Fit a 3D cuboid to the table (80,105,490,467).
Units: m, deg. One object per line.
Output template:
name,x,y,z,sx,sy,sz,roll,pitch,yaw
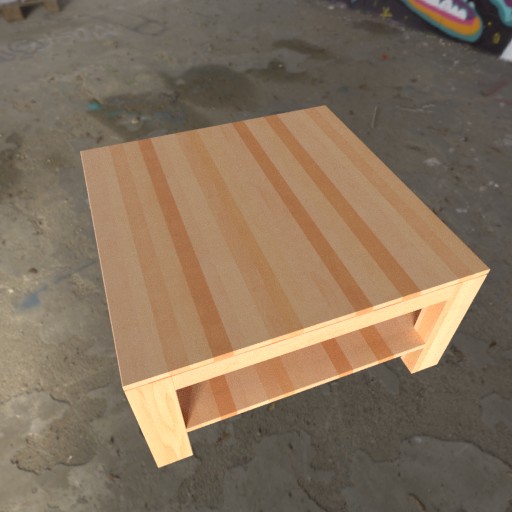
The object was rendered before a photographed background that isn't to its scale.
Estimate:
table,0.000,0.000,1.439,0.900,0.450,0.900,-15,48,-14
